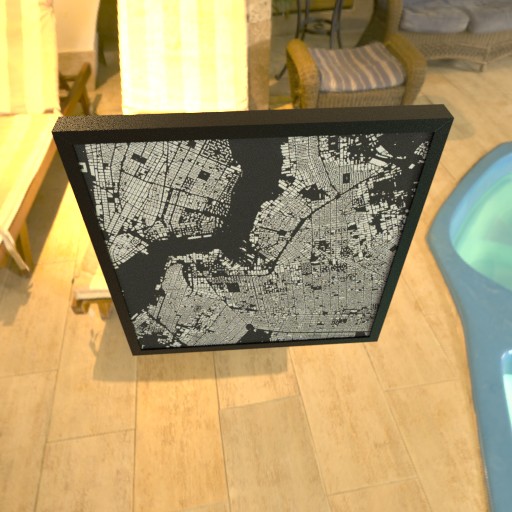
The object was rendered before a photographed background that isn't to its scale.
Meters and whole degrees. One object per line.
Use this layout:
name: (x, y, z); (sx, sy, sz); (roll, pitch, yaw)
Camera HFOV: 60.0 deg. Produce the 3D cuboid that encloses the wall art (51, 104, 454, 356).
wall art: (0.000, 0.000, 0.748); (0.506, 0.506, 0.038); (-3, 45, -3)
